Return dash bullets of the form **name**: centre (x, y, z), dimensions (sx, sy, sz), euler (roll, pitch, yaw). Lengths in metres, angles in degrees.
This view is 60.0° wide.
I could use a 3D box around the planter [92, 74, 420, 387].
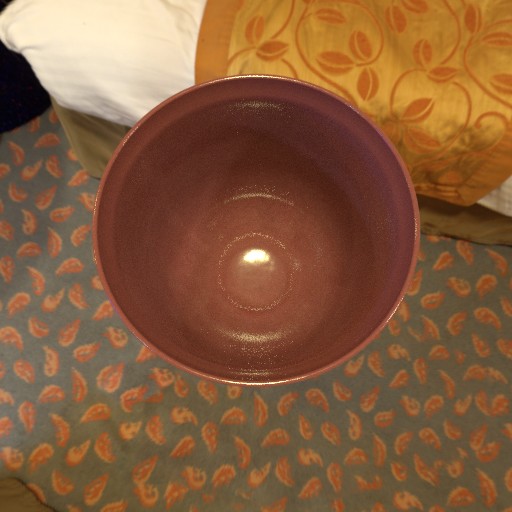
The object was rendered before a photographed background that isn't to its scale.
- **planter**: centre (0.000, 0.000, 0.489), dimensions (0.266, 0.270, 0.266), euler (0, 76, 0)
